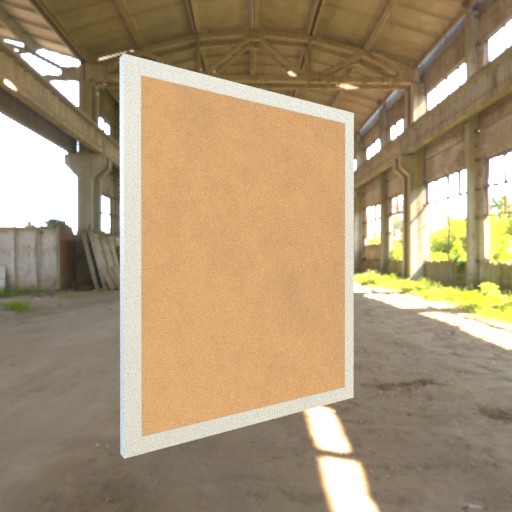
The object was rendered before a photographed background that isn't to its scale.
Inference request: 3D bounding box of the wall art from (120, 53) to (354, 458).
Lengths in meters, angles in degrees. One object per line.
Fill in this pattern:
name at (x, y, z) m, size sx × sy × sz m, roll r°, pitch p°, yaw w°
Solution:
wall art at (0.000, 0.000, 1.087) m, size 0.661 × 0.811 × 0.026 m, roll 0°, pitch 0°, yaw -35°
